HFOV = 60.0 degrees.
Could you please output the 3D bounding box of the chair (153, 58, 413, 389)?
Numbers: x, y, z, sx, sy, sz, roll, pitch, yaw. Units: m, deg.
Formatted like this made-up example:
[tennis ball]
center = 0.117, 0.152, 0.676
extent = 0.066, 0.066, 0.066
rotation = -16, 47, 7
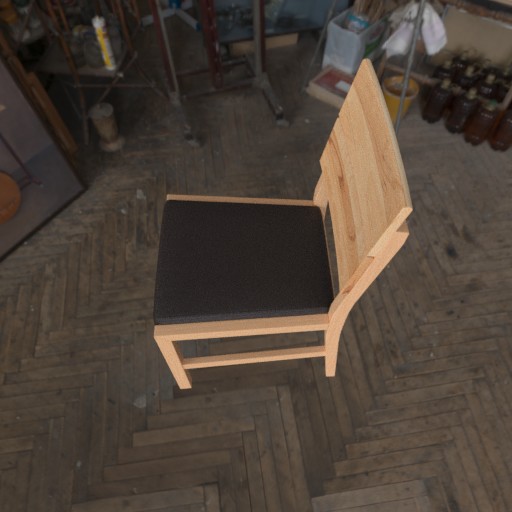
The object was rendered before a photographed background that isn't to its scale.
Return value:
[chair]
center = 0.000, 0.000, 1.271
extent = 0.560, 0.950, 0.475
rotation = -2, 58, -1
